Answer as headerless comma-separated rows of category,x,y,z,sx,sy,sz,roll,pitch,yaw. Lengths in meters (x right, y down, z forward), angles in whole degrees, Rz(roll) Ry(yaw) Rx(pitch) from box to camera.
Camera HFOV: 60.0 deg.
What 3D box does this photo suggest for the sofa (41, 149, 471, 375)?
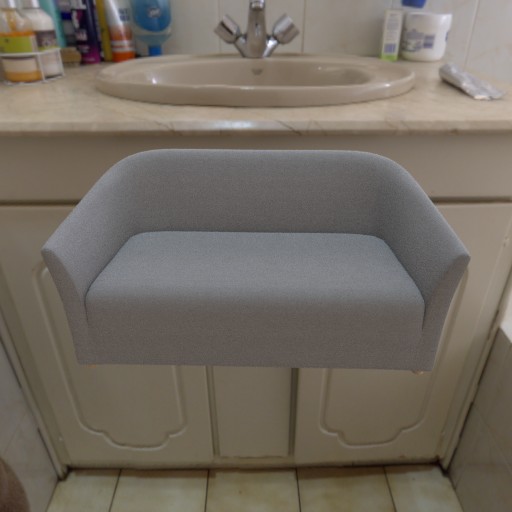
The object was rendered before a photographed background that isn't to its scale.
sofa,0.000,0.000,1.886,1.452,0.721,0.705,1,31,1
